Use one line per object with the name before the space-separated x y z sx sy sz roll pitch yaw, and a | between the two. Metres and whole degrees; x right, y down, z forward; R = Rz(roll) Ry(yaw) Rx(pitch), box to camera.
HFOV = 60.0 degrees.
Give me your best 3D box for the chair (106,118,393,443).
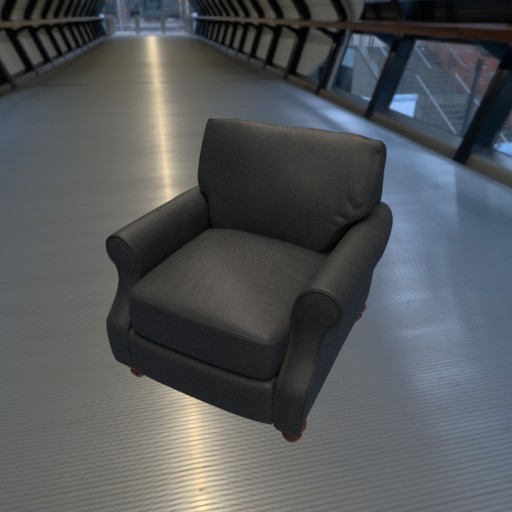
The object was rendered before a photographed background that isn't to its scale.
chair | 0.000 0.000 1.854 1.015 0.960 1.027 17 34 28
